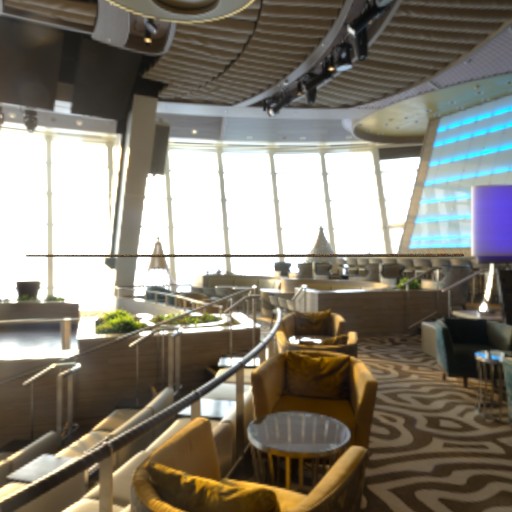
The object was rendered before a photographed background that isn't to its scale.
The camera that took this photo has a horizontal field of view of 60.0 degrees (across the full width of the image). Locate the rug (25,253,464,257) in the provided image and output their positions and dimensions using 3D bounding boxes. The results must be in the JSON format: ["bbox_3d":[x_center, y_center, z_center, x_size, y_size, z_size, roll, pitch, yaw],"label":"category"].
[{"bbox_3d":[0.000,0.000,2.334,1.829,0.011,1.219,0,0,17],"label":"rug"}]
